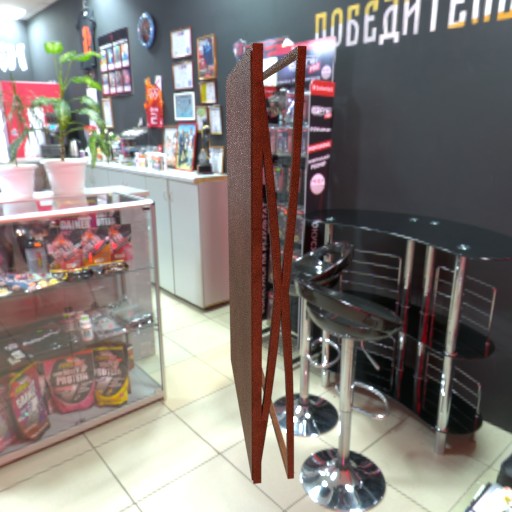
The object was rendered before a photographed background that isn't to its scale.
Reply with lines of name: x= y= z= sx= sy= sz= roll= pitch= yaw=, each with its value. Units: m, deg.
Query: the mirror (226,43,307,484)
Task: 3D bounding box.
mirror: x=0.000 y=0.000 z=0.964 sx=0.082 sy=0.768 sz=0.468 roll=-2 pitch=16 yaw=-8
